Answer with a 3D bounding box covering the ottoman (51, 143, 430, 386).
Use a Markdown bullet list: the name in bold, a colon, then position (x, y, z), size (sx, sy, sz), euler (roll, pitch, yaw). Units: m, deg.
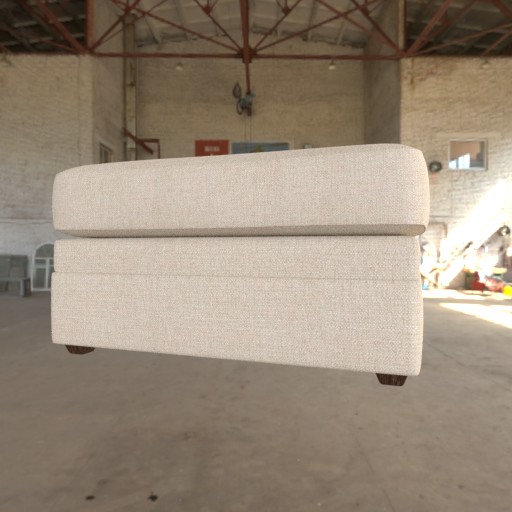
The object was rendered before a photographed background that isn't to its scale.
- **ottoman**: position (0.000, 0.000, 1.218), size (0.885, 0.478, 0.637), euler (0, 1, 20)
